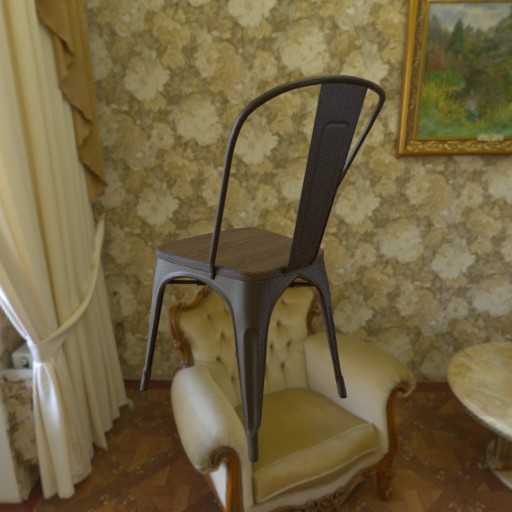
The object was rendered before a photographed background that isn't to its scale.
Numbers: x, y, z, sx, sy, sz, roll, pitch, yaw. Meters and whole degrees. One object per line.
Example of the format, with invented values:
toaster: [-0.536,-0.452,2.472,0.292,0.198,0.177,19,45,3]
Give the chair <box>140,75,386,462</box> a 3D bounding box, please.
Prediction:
chair: [0.000,0.000,1.160,0.451,0.844,0.532,-16,23,-42]
